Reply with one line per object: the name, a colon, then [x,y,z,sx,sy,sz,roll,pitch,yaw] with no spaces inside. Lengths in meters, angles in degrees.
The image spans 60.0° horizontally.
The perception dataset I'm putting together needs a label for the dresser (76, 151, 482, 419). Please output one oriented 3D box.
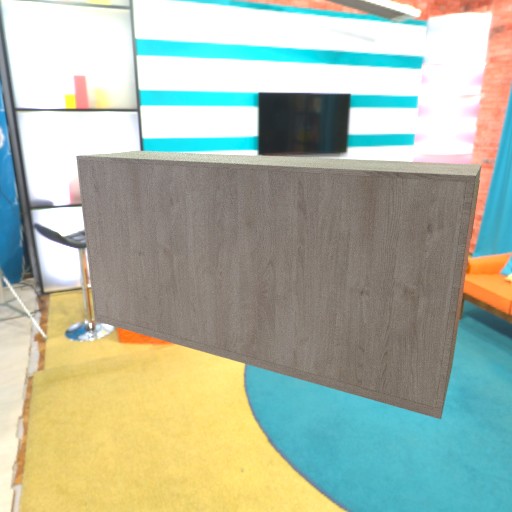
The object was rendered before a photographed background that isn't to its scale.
dresser: [0.000,0.000,1.861,1.590,0.795,0.390,9,19,27]
